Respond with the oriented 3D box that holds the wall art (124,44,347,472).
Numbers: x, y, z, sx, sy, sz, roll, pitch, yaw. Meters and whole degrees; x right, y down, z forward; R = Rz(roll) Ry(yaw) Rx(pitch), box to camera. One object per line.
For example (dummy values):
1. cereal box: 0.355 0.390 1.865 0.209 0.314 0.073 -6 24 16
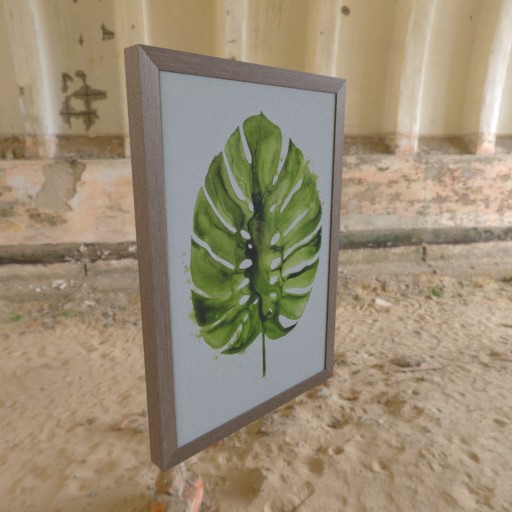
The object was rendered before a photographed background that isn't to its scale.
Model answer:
1. wall art: 0.000 0.000 0.641 0.358 0.510 0.032 -13 19 -42
